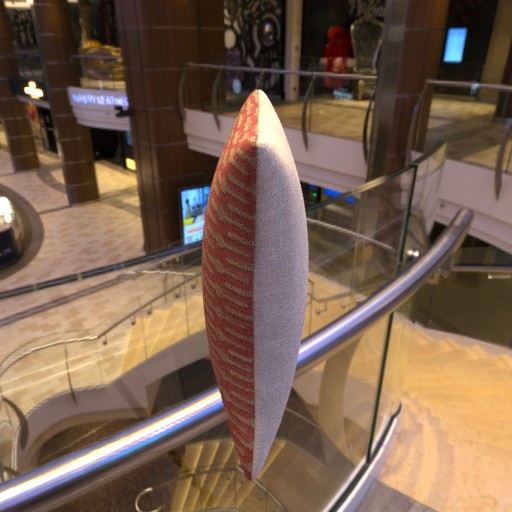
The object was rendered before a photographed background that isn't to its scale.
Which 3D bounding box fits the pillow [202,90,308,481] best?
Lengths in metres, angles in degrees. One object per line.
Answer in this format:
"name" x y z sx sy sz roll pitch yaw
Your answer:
"pillow" 0.000 0.000 0.779 0.182 0.503 0.511 0 26 0
